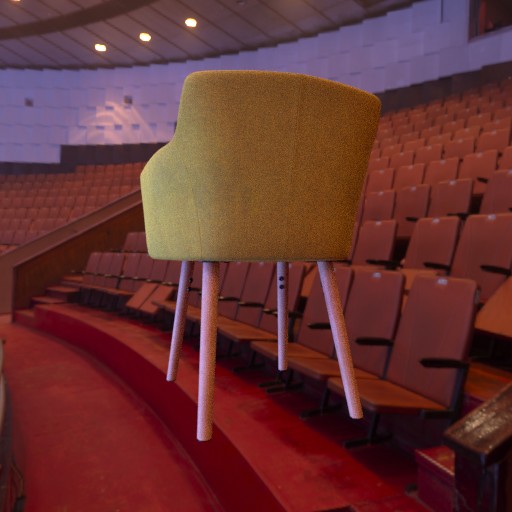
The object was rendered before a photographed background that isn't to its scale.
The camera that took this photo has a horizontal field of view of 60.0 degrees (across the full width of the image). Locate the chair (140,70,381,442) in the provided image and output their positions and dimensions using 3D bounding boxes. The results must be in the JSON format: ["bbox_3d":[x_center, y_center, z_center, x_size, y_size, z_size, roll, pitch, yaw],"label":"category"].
[{"bbox_3d":[0.000,0.000,1.194,0.570,0.780,0.570,0,0,-19],"label":"chair"}]
